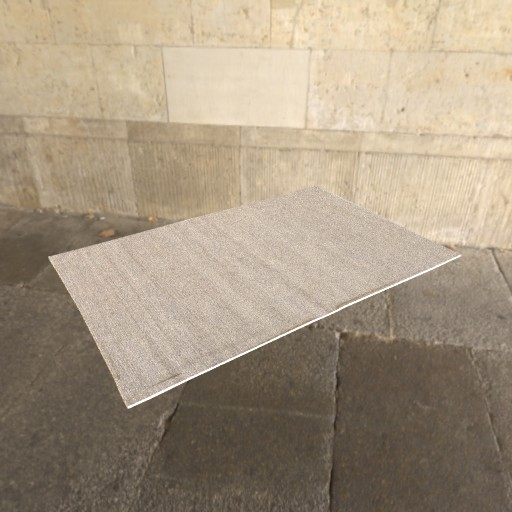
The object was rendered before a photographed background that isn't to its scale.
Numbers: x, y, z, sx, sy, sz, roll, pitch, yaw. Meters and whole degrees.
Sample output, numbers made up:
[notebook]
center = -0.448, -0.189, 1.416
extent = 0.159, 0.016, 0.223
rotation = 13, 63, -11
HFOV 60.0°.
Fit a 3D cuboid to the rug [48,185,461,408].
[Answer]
[rug]
center = 0.000, 0.000, 2.319
extent = 1.820, 0.022, 1.179
rotation = -19, 35, -28
